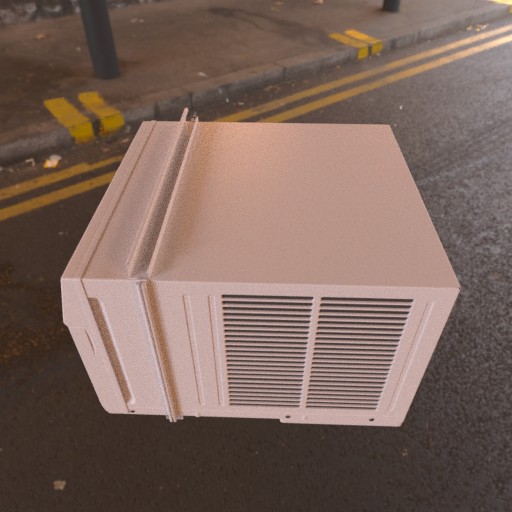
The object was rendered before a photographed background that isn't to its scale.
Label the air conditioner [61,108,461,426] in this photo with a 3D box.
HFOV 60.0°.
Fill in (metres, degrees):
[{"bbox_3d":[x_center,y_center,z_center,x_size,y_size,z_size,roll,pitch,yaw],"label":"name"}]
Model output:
[{"bbox_3d":[0.000,0.000,0.862,0.546,0.388,0.503,1,41,1],"label":"air conditioner"}]
